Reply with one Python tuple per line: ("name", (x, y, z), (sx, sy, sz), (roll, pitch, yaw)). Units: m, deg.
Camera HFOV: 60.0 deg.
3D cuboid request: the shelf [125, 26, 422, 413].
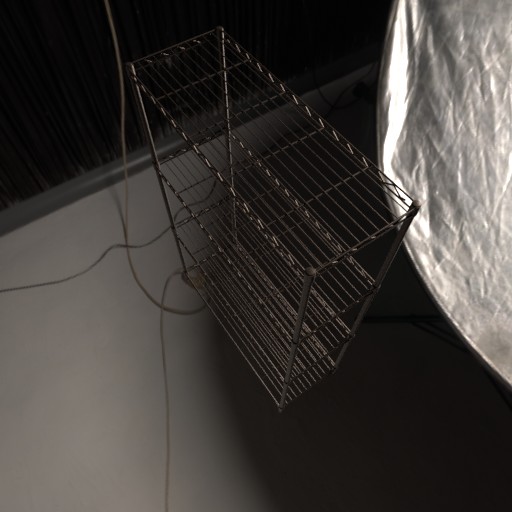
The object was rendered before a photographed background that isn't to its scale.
("shelf", (0.000, 0.000, 1.786), (0.352, 1.361, 0.907), (-31, 63, -17))
